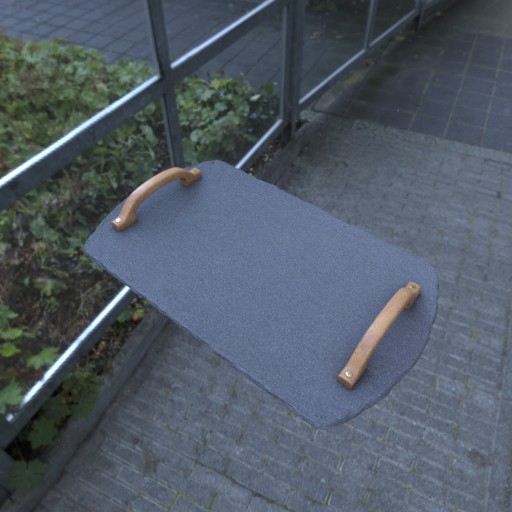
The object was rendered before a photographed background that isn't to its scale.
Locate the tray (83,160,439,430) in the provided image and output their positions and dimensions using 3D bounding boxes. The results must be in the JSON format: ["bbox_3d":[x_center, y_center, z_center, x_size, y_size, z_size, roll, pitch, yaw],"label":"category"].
[{"bbox_3d":[0.000,0.000,0.485,0.387,0.062,0.231,31,54,26],"label":"tray"}]
